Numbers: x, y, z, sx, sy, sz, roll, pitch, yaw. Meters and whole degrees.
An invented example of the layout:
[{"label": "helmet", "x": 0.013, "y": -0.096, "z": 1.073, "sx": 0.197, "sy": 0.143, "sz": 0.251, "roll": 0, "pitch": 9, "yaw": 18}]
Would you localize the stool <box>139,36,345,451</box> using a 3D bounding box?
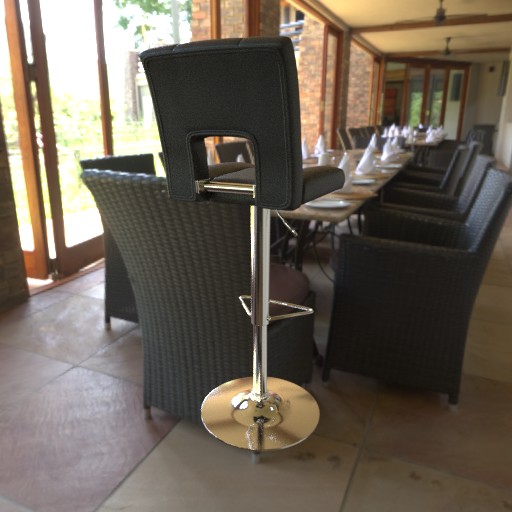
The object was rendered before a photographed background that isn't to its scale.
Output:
[{"label": "stool", "x": 0.000, "y": 0.000, "z": 1.368, "sx": 0.415, "sy": 1.151, "sz": 0.520, "roll": 8, "pitch": 19, "yaw": 26}]
